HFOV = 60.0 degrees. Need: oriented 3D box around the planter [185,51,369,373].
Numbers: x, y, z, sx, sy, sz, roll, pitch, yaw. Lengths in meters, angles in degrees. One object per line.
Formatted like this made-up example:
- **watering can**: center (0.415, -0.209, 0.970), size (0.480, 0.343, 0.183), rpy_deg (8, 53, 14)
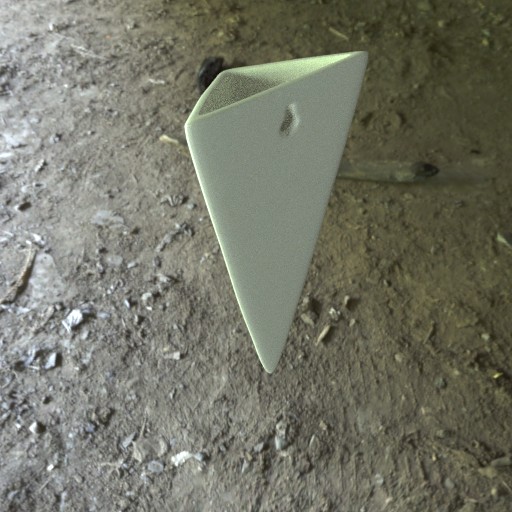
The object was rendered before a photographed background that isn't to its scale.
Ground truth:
- **planter**: center (0.000, 0.000, 0.394), size (0.143, 0.338, 0.065), rpy_deg (-32, 54, -26)
